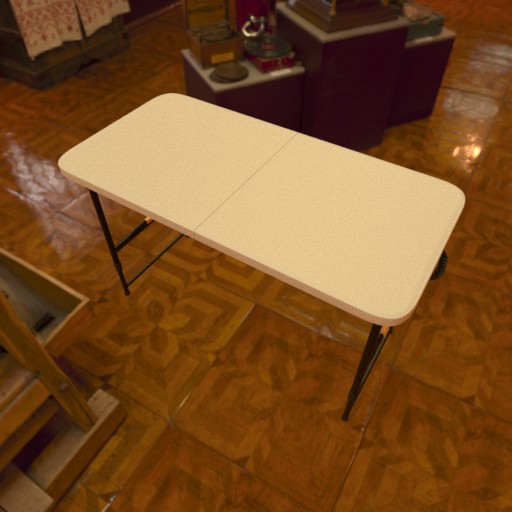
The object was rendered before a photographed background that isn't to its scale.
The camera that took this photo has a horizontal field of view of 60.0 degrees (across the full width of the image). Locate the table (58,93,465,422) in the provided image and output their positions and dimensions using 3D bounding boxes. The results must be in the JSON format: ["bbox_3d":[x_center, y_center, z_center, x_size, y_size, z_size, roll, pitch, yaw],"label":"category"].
[{"bbox_3d":[0.000,0.000,1.678,1.245,0.737,0.611,25,52,22],"label":"table"}]
